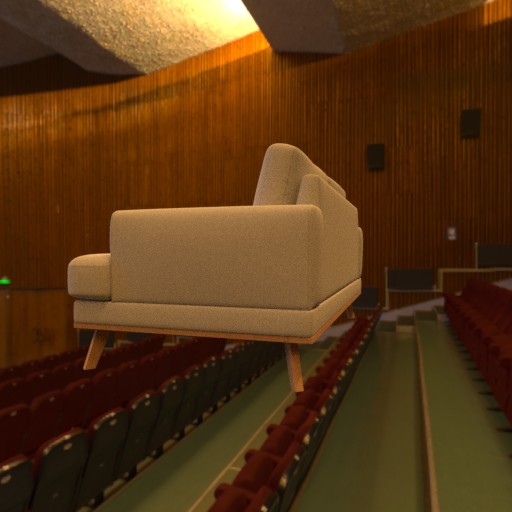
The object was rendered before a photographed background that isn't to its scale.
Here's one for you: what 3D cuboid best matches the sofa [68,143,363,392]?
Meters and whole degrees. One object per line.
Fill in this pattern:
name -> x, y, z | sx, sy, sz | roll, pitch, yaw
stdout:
sofa -> 0.000, 0.000, 2.216 | 0.915, 0.810, 1.651 | 0, 1, 18
